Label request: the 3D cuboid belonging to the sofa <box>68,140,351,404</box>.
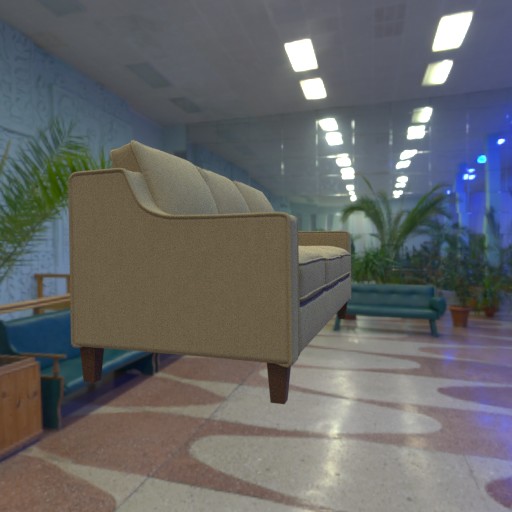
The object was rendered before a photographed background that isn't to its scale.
[{"bbox_3d":[0.000,0.000,2.541,0.911,0.974,1.986,0,1,18],"label":"sofa"}]
